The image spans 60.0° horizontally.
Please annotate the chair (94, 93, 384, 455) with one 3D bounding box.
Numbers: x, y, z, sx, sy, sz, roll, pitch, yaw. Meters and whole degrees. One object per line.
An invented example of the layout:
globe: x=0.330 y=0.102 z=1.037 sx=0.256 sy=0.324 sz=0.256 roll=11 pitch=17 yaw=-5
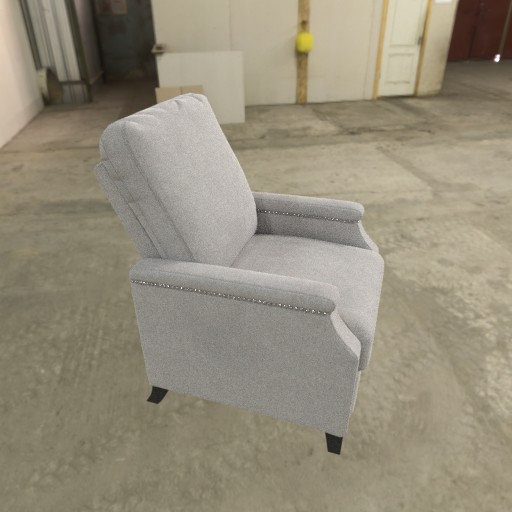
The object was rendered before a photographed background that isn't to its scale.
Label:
chair: x=0.000 y=0.000 z=1.645 sx=0.922 sy=1.049 sz=0.710 roll=9 pitch=32 yaw=16
